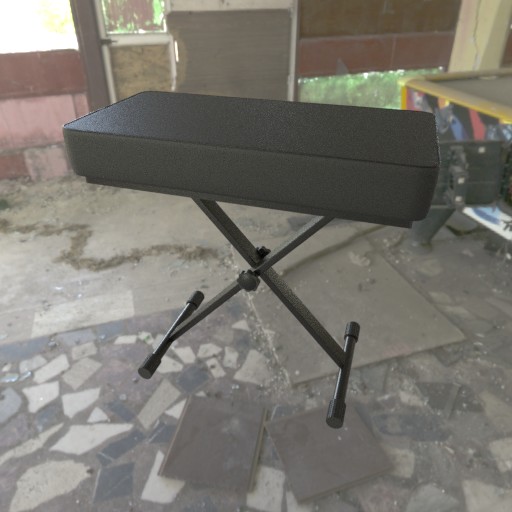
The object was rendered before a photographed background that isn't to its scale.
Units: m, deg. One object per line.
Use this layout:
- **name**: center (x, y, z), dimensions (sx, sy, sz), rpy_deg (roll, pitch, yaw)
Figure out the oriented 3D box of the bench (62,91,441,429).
- **bench**: center (0.000, 0.000, 0.919), dimensions (0.600, 0.561, 0.300), rpy_deg (10, 34, 15)
